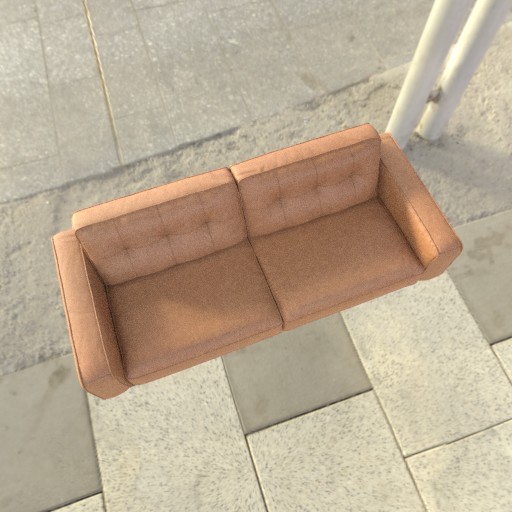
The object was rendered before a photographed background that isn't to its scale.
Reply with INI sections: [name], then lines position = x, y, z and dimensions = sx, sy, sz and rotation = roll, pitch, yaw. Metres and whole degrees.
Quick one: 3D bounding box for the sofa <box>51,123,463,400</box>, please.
[sofa]
position = 0.000, 0.000, 2.743
dimensions = 2.270, 0.780, 0.953
rotation = -19, 65, -9
